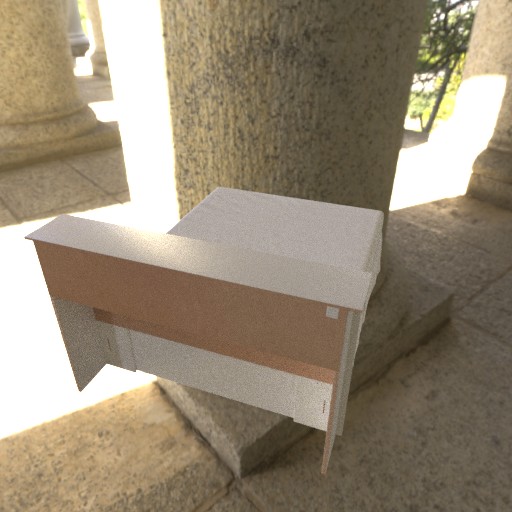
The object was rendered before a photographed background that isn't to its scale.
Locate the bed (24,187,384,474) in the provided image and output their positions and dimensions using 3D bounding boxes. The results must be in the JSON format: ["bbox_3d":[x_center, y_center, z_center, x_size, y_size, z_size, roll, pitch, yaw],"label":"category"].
[{"bbox_3d":[0.000,0.000,3.091,1.671,1.092,2.133,11,33,17],"label":"bed"}]
